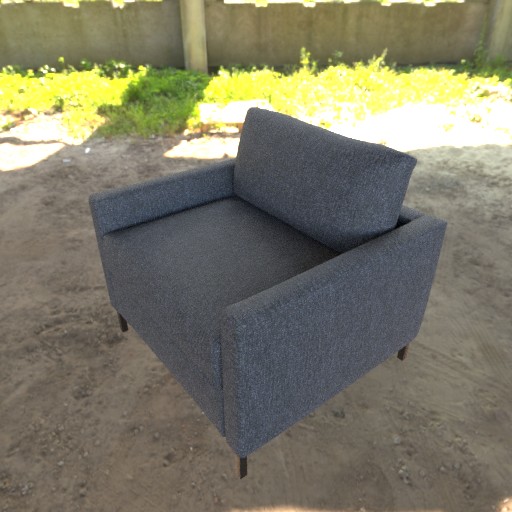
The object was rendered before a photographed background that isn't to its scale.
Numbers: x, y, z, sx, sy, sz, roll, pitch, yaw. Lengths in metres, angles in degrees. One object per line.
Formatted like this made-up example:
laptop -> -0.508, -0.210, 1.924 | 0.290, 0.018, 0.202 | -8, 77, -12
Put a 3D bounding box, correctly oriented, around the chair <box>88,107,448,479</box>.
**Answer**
chair -> 0.000, 0.000, 1.613 | 0.866, 0.861, 0.963 | -22, 38, -32
